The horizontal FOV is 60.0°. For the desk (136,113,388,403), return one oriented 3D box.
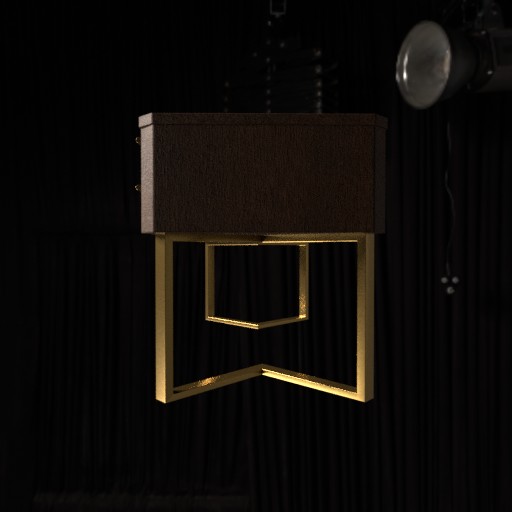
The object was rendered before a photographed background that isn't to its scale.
[{"bbox_3d":[0.000,0.000,1.890,0.684,0.762,1.479,0,1,-1],"label":"desk"}]
